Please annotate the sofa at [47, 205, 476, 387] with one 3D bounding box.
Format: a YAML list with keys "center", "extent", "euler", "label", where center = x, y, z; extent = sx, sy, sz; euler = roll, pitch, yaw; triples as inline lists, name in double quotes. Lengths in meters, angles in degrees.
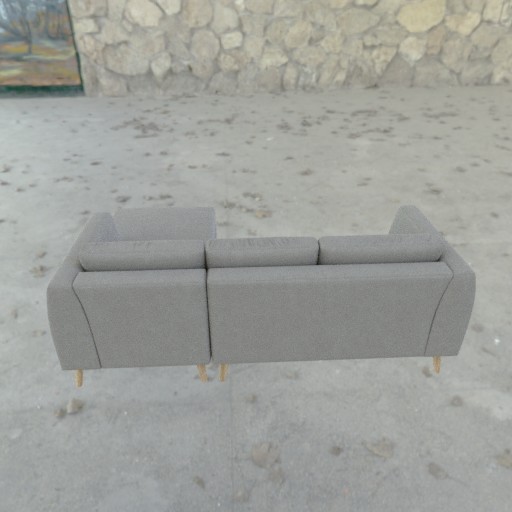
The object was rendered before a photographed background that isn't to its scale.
- center: [0.000, 0.000, 3.074]
  extent: [2.300, 0.860, 1.580]
  euler: [-2, 31, -3]
  label: "sofa"
